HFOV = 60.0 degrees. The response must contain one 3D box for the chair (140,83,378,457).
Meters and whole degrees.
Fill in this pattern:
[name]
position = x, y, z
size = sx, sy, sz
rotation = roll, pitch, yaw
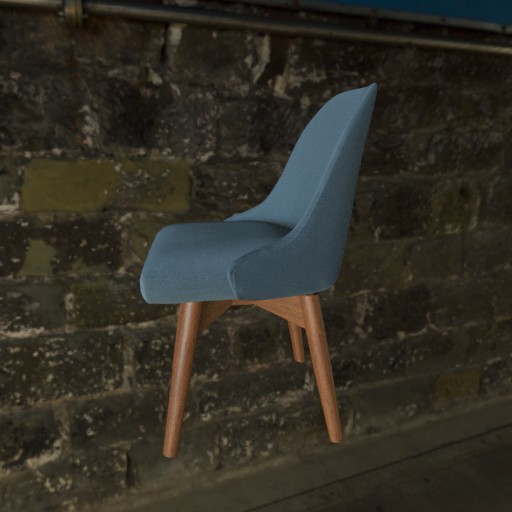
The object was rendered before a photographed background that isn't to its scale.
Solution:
[chair]
position = 0.000, 0.000, 1.220
size = 0.589, 0.882, 0.503
rotation = -2, 15, -7
